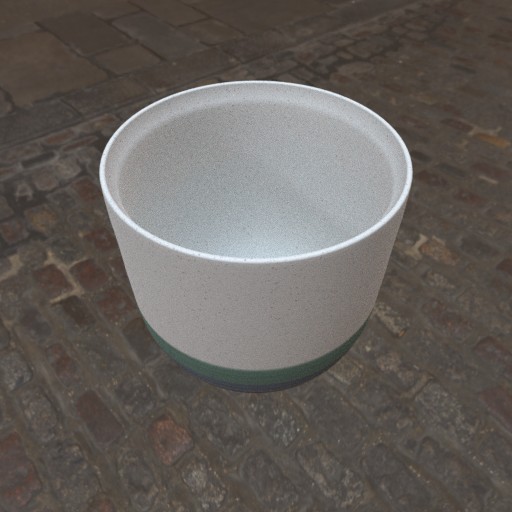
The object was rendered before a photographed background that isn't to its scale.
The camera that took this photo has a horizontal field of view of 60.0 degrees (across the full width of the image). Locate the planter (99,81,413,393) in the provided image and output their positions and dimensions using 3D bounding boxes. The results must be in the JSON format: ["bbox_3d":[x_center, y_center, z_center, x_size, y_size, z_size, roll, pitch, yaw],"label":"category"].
[{"bbox_3d":[0.000,0.000,0.484,0.268,0.270,0.268,0,47,0],"label":"planter"}]
